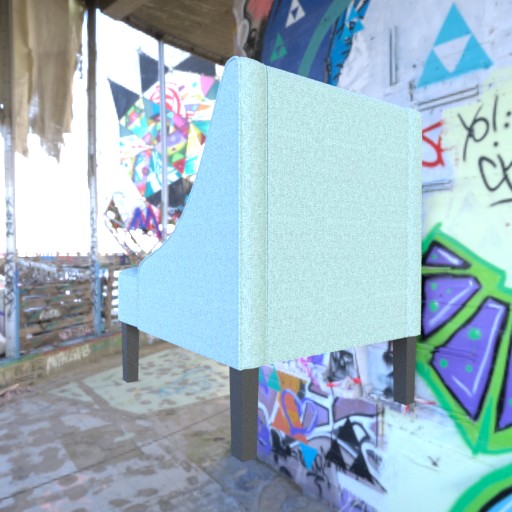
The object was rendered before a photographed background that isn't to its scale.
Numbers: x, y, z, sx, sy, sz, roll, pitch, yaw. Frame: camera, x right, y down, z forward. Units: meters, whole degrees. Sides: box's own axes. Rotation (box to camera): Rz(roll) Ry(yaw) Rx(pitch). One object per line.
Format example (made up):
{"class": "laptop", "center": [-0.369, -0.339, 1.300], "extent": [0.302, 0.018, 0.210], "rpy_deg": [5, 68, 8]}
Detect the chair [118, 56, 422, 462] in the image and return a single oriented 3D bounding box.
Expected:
{"class": "chair", "center": [0.000, 0.000, 1.861], "extent": [0.857, 1.133, 1.025], "rpy_deg": [-1, 1, -36]}
